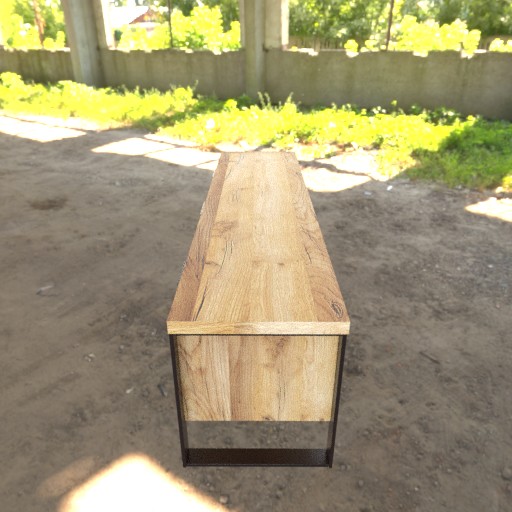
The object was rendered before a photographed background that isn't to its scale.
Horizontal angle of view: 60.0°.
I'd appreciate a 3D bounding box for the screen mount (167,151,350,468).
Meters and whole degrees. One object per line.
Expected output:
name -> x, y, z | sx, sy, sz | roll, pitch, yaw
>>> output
screen mount -> 0.000, 0.000, 1.696 | 0.395, 0.450, 1.524 | 0, 26, 0
